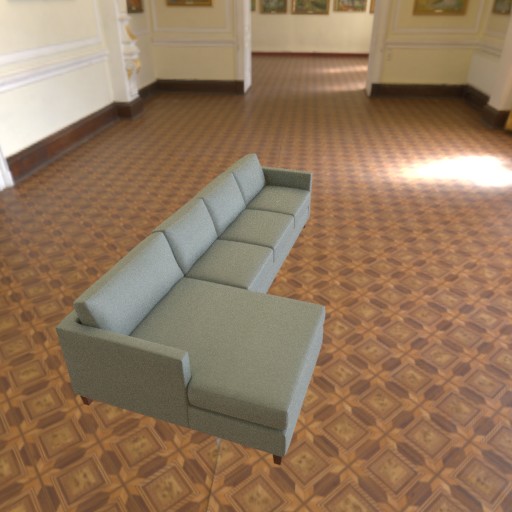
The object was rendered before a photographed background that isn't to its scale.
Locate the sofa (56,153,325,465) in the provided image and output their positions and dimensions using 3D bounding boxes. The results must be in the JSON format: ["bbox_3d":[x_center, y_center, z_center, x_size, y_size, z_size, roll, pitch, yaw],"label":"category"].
[{"bbox_3d":[0.000,0.000,4.178,1.600,0.953,3.470,10,32,16],"label":"sofa"}]
